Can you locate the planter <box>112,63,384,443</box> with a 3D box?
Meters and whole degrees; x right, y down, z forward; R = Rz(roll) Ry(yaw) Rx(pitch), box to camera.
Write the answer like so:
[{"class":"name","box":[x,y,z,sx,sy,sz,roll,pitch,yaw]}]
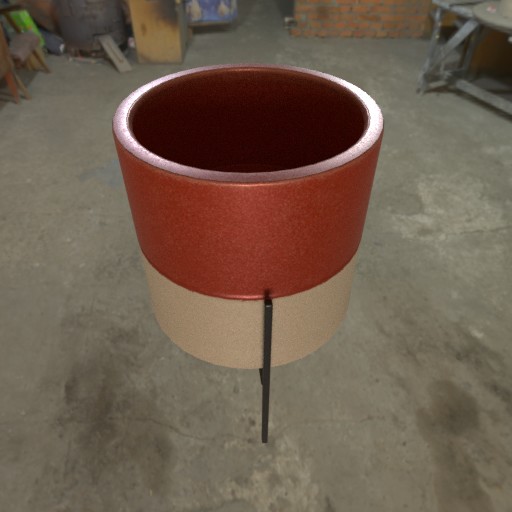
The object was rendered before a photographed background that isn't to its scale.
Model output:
[{"class":"planter","box":[0.000,0.000,0.508,0.251,0.354,0.235,-26,49,-26]}]
